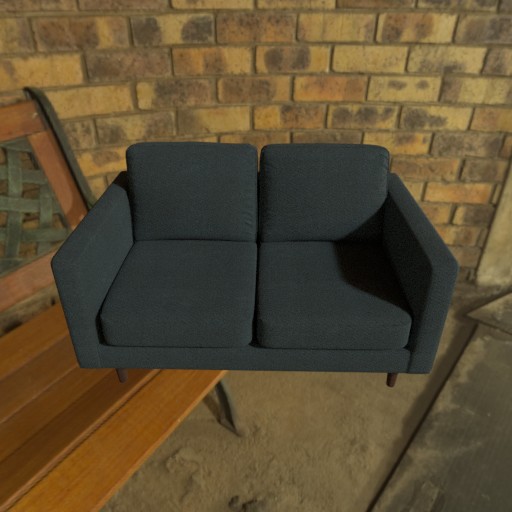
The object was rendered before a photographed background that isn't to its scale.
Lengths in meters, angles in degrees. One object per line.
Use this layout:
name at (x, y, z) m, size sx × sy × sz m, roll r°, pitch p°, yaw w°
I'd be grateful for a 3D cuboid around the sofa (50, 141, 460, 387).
sofa at (0.000, 0.000, 2.137) m, size 1.518 × 0.930 × 0.999 m, roll 1°, pitch 31°, yaw 1°
